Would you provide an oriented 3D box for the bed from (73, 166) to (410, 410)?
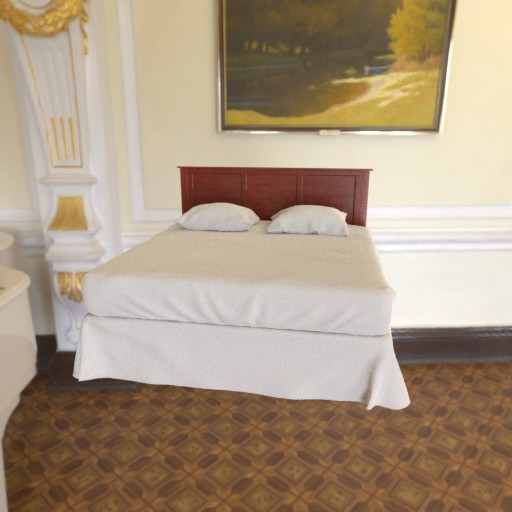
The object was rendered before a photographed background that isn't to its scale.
[{"bbox_3d":[0.000,0.000,3.655,2.314,1.271,2.219,3,16,10],"label":"bed"}]
